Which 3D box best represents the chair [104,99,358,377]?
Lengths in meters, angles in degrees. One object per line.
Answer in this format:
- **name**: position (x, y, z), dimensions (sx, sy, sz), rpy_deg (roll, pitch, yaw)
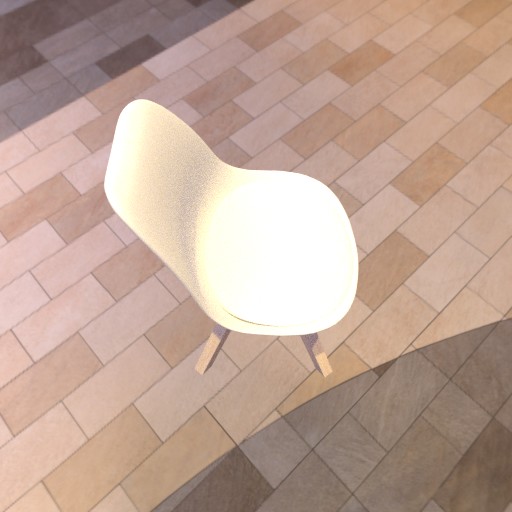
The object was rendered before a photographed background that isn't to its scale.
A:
- **chair**: position (0.000, 0.000, 1.204), dimensions (0.550, 0.850, 0.485), rpy_deg (1, 62, 0)
